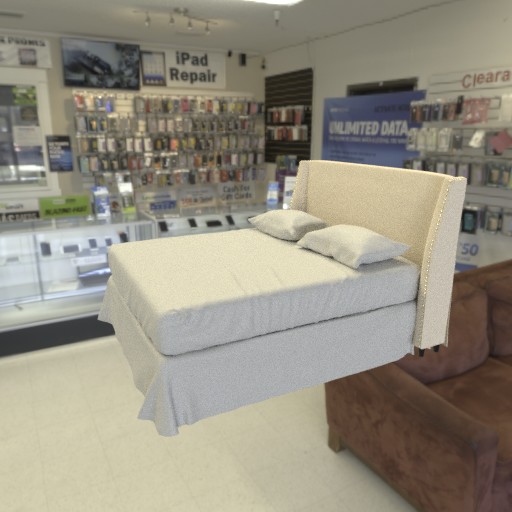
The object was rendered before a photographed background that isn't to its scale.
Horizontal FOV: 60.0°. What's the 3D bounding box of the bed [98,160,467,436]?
[{"bbox_3d":[0.000,0.000,3.491,2.276,1.332,1.925,-8,18,-26],"label":"bed"}]
